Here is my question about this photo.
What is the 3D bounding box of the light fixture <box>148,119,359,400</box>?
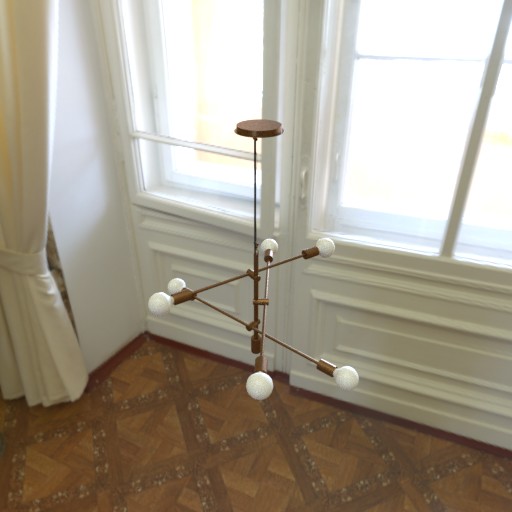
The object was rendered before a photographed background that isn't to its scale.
[{"bbox_3d":[0.000,0.000,1.268,0.637,0.744,0.682,-11,32,-19],"label":"light fixture"}]
